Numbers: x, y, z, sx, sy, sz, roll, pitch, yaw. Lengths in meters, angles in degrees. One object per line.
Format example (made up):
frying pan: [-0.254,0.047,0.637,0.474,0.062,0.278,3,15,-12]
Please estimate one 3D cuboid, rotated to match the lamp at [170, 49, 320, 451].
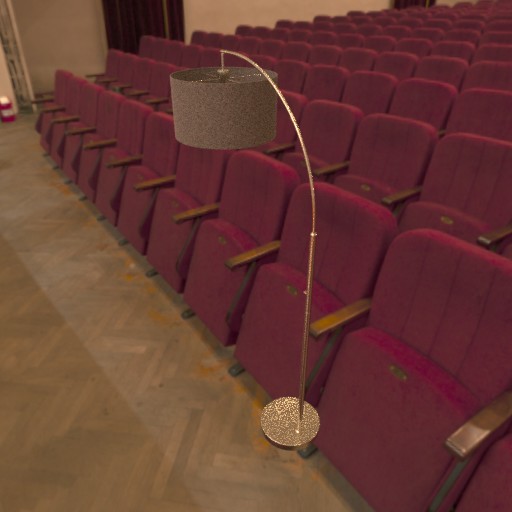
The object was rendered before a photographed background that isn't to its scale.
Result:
lamp: [0.000,0.000,2.093,0.452,1.735,0.934,-19,35,-29]
